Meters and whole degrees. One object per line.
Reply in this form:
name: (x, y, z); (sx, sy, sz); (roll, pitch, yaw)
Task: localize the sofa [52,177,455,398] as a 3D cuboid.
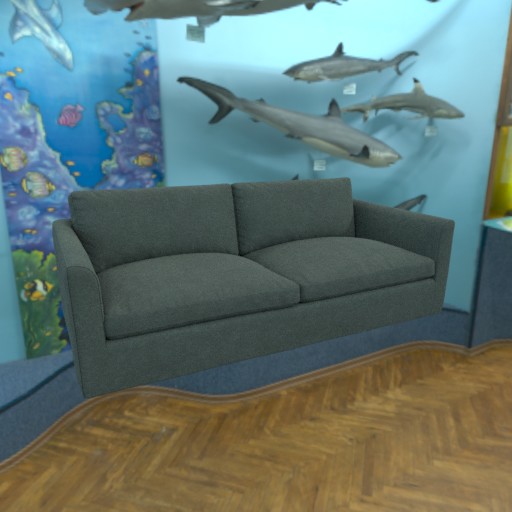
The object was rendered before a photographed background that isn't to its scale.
sofa: (0.000, 0.000, 2.769); (2.257, 0.838, 1.092); (-8, 17, -26)
